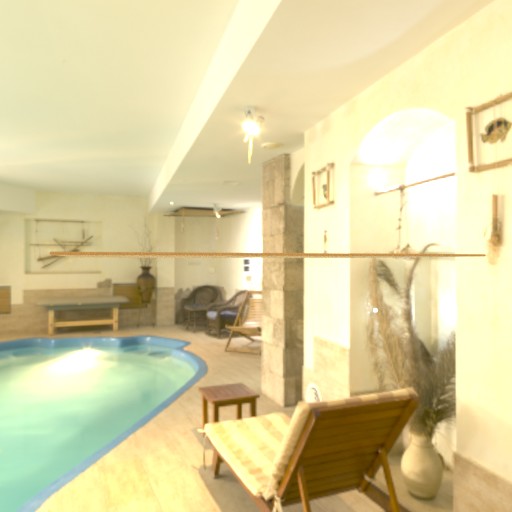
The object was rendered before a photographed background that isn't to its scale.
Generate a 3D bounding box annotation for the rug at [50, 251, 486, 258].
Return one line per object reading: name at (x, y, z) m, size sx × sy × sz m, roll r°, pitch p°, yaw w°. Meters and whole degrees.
rug at (0.000, 0.000, 2.892) m, size 2.290 × 0.014 × 1.526 m, roll 0°, pitch -1°, yaw -19°
